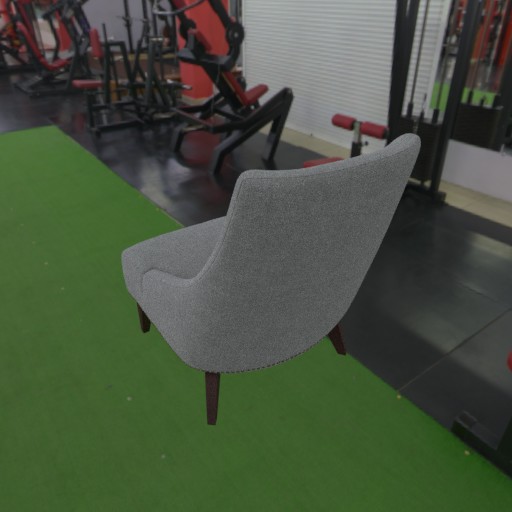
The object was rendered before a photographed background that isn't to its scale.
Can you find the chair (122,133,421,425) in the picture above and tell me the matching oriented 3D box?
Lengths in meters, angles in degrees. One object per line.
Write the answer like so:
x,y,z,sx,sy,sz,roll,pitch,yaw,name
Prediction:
0.000,0.000,1.497,0.701,0.909,0.861,-19,36,-29,chair
